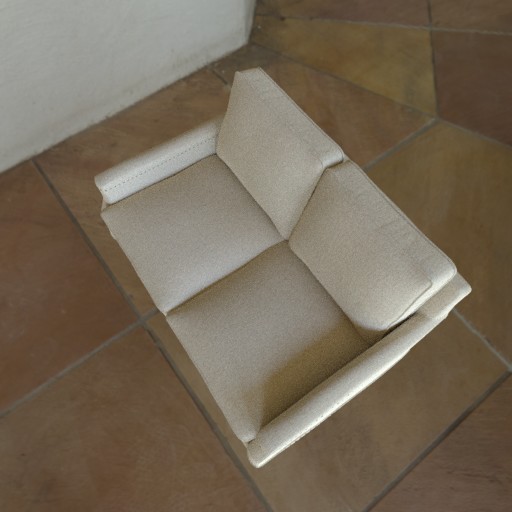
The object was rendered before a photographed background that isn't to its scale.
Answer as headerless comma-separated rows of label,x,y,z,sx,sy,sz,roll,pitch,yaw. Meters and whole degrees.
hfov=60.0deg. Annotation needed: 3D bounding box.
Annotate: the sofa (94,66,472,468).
sofa,0.000,0.000,2.211,1.084,1.003,1.597,-31,67,-15
